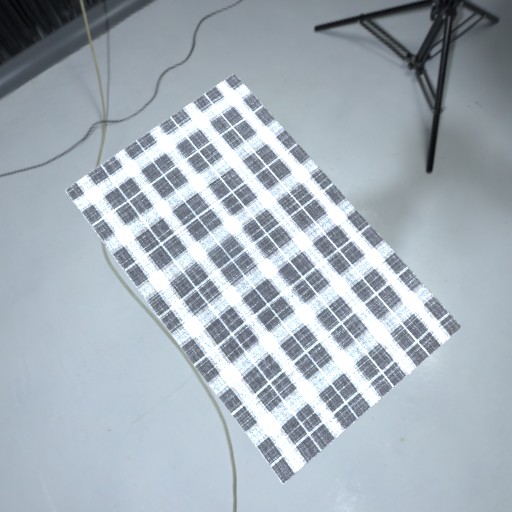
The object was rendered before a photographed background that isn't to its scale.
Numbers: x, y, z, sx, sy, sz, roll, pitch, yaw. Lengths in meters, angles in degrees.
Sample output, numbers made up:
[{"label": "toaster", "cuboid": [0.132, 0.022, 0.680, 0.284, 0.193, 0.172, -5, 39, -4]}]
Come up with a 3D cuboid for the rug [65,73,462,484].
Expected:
[{"label": "rug", "cuboid": [0.000, 0.000, 3.010, 1.520, 0.015, 2.434, -38, 79, -8]}]
